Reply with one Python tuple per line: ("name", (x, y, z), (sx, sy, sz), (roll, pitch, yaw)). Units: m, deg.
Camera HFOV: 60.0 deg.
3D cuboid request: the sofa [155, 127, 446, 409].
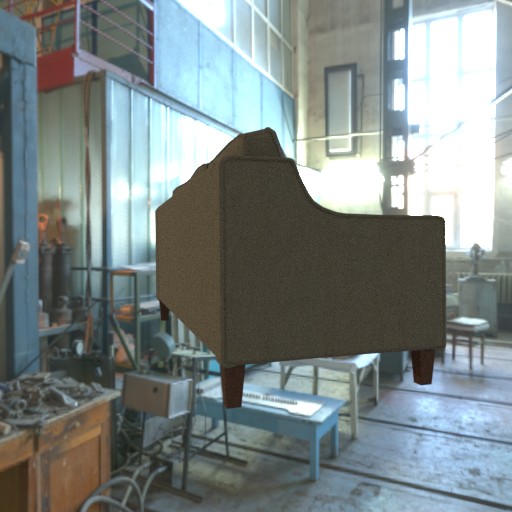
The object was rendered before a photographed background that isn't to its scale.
("sofa", (0.000, 0.000, 2.497), (0.911, 0.974, 1.986), (0, 1, -19))
